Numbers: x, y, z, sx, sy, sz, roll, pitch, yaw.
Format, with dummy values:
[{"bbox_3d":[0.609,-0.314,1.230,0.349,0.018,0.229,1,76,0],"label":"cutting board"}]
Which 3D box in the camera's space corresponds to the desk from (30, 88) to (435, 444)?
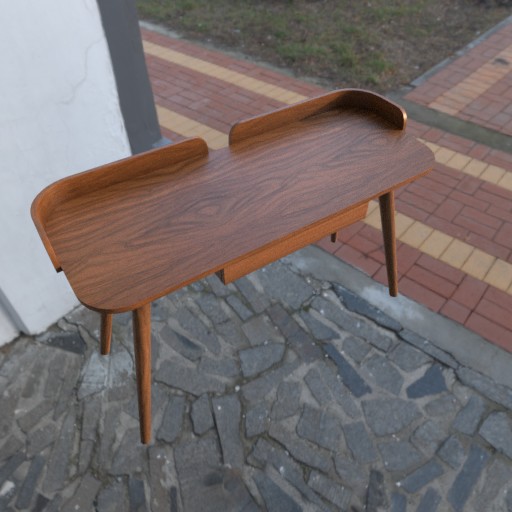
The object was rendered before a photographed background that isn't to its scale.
[{"bbox_3d":[0.000,0.000,1.622,1.256,0.800,0.486,-25,51,-22],"label":"desk"}]
